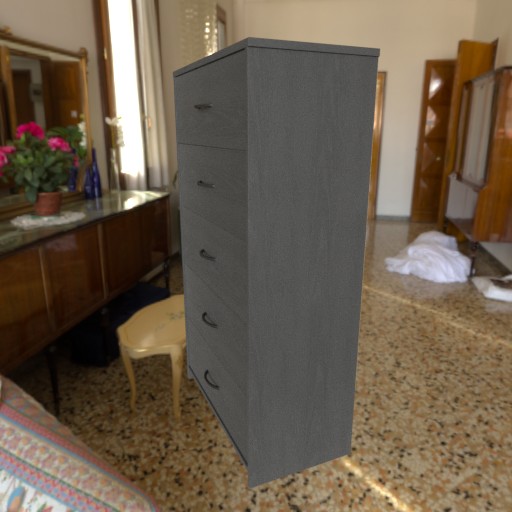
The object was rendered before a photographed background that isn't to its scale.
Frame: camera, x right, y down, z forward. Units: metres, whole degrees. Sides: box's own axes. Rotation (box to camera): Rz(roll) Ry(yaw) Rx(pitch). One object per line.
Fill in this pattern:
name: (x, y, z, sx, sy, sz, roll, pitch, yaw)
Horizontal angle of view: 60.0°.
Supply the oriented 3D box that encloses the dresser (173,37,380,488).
dresser: (0.000, 0.000, 1.551, 0.399, 1.255, 0.704, -7, 17, -23)
